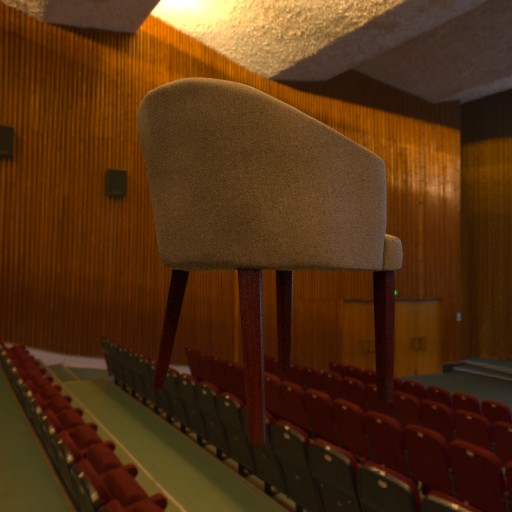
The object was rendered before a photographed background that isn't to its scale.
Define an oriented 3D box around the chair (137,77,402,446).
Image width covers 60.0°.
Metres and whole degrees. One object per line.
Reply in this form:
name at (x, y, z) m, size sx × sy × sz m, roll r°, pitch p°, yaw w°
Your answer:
chair at (0.000, 0.000, 1.262) m, size 0.655 × 0.811 × 0.583 m, roll 1°, pitch -2°, yaw -35°
